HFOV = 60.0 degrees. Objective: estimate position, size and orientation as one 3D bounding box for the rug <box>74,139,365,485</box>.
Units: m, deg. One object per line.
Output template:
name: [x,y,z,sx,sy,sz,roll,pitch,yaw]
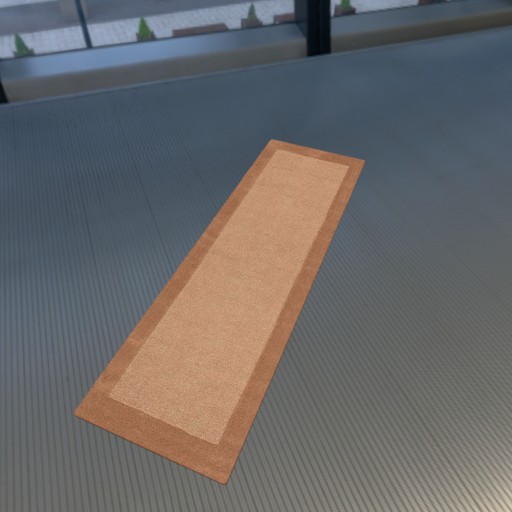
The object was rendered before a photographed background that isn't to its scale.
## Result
rug: [0.000,0.000,2.658,0.764,0.017,2.439,17,49,15]
